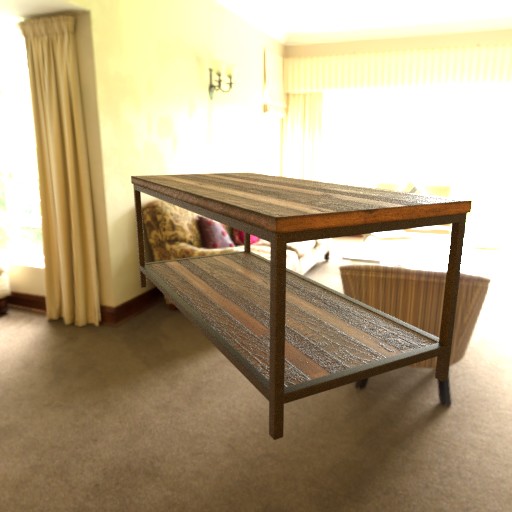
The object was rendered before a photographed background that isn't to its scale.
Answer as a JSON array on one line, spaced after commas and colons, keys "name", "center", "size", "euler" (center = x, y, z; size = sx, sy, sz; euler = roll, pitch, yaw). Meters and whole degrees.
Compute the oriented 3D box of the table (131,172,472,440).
[{"name": "table", "center": [0.000, 0.000, 1.253], "size": [0.452, 0.399, 0.990], "euler": [-7, 16, -27]}]
